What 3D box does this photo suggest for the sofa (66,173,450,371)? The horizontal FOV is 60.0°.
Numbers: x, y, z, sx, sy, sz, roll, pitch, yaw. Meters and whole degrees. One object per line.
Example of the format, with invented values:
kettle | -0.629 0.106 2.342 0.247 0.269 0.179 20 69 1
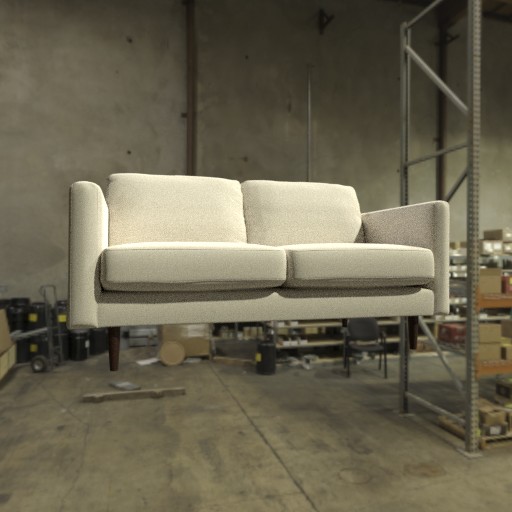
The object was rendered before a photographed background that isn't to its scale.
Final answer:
sofa | 0.000 0.000 2.271 1.713 0.893 0.940 0 0 -17
